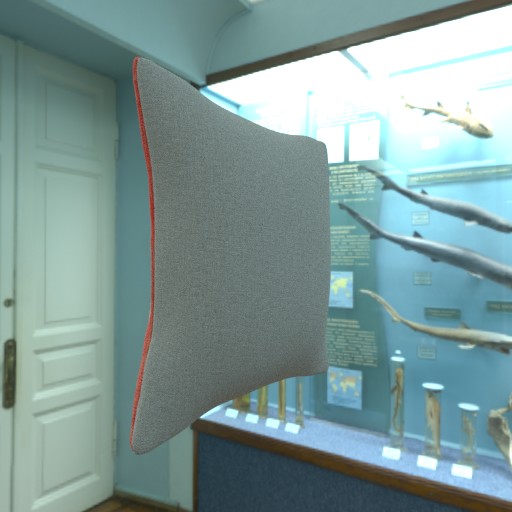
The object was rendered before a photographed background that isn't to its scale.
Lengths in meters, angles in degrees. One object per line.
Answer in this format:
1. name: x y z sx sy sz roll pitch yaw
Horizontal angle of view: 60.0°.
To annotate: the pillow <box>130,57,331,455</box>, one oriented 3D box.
1. pillow: 0.000 0.000 0.633 0.136 0.419 0.437 0 -1 36
